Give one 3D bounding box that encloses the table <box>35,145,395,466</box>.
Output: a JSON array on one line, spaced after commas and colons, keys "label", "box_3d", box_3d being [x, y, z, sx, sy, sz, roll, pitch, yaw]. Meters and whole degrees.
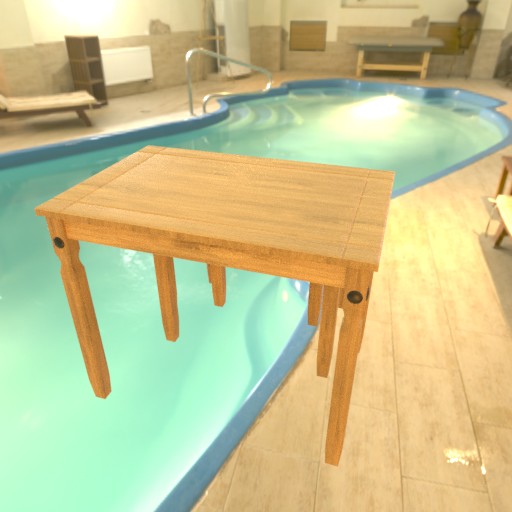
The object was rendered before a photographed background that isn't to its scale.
[{"label": "table", "box_3d": [0.000, 0.000, 1.231, 0.660, 0.535, 0.773, 10, 32, 16]}]
